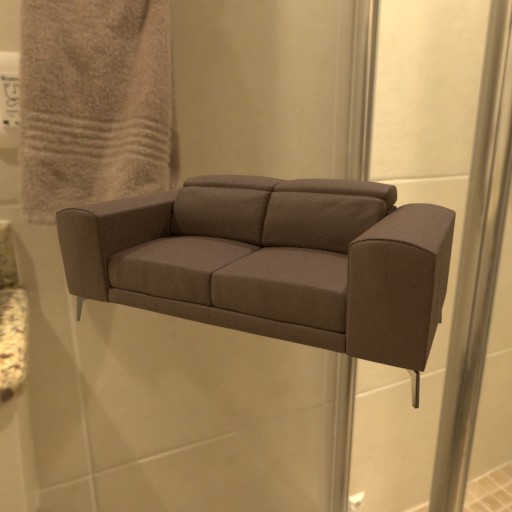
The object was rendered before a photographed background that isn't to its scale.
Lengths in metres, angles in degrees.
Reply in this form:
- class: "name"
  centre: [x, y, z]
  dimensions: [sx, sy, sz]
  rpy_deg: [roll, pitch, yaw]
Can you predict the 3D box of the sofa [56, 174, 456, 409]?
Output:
- class: "sofa"
  centre: [0.000, 0.000, 2.380]
  dimensions: [1.895, 0.779, 1.003]
  rpy_deg: [8, 17, 26]
